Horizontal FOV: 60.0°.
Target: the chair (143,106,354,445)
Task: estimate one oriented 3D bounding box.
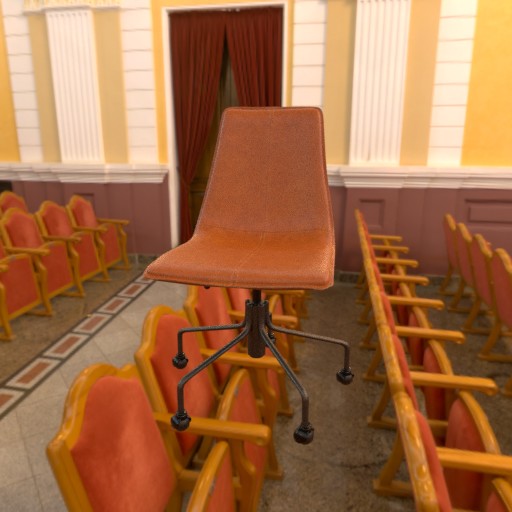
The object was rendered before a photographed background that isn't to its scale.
[{"bbox_3d":[0.000,0.000,1.382,0.651,0.920,0.660,3,15,10],"label":"chair"}]
